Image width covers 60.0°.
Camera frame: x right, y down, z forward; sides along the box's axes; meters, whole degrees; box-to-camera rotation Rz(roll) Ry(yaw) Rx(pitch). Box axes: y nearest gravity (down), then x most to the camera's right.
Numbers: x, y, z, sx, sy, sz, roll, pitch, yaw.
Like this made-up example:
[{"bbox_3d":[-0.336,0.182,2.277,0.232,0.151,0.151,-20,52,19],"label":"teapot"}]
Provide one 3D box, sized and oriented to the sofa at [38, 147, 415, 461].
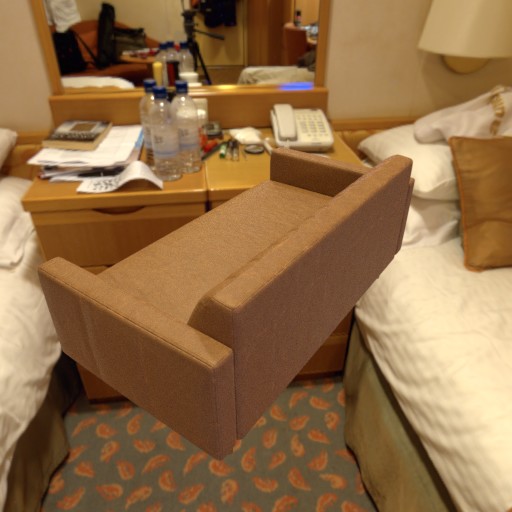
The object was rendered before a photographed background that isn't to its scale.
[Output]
[{"bbox_3d":[0.000,0.000,2.329,0.993,0.821,1.847,21,38,29],"label":"sofa"}]
